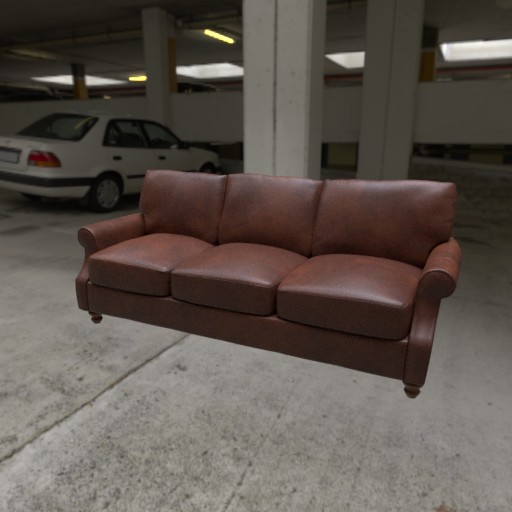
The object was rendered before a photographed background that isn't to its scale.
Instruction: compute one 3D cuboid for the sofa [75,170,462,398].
[{"bbox_3d":[0.000,0.000,2.804,2.351,0.977,0.973,7,17,25],"label":"sofa"}]
